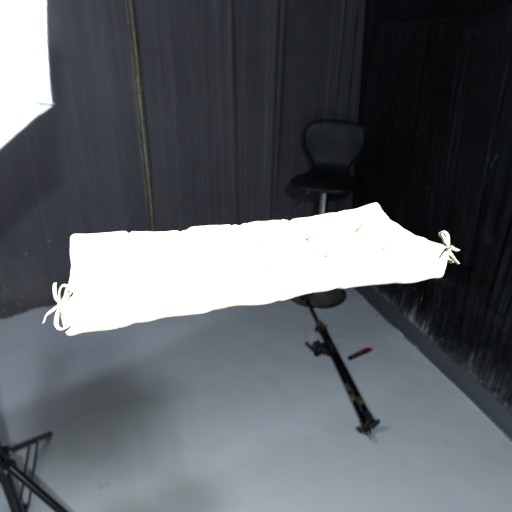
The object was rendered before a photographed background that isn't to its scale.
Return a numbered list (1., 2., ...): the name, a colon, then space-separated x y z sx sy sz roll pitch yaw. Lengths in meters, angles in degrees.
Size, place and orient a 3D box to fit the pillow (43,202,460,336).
1. pillow: 0.000 0.000 1.373 1.194 0.174 0.511 -7 26 -15
